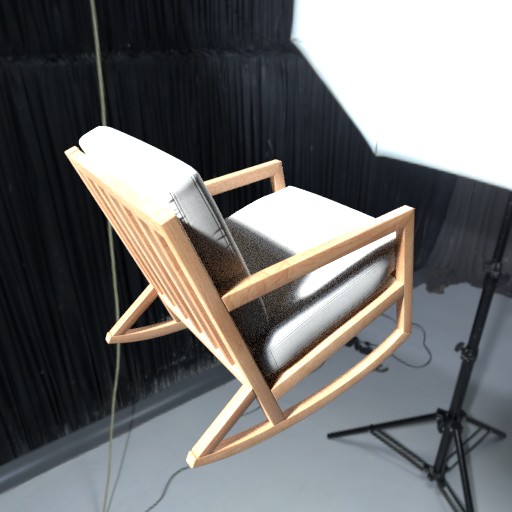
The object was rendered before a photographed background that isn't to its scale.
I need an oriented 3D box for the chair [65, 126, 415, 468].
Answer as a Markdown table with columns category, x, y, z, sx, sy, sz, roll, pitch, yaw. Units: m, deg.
| category | x | y | z | sx | sy | sz | roll | pitch | yaw |
| --- | --- | --- | --- | --- | --- | --- | --- | --- | --- |
| chair | 0.000 | 0.000 | 1.372 | 0.857 | 0.790 | 0.622 | -18 | 33 | -31 |
